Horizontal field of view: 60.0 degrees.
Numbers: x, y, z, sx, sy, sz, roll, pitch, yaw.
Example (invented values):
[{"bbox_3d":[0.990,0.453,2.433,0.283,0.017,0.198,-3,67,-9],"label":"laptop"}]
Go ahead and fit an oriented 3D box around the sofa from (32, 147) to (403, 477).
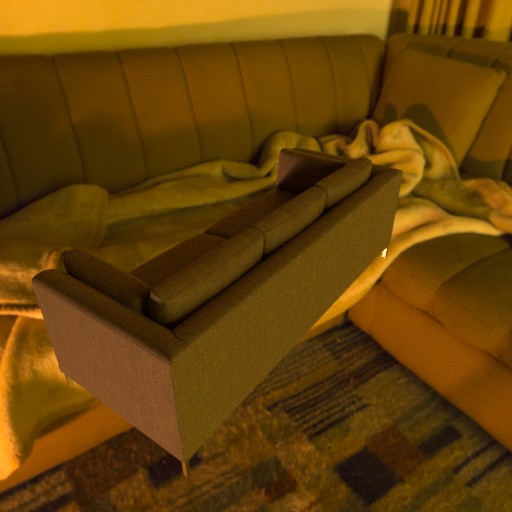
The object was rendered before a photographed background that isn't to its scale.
[{"bbox_3d":[0.000,0.000,2.877,0.969,0.867,2.415,21,38,30],"label":"sofa"}]
